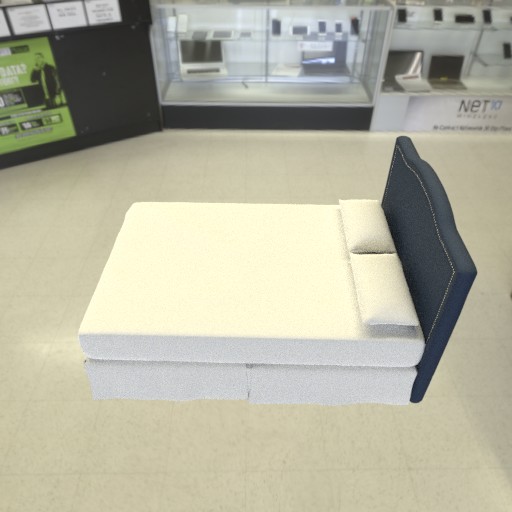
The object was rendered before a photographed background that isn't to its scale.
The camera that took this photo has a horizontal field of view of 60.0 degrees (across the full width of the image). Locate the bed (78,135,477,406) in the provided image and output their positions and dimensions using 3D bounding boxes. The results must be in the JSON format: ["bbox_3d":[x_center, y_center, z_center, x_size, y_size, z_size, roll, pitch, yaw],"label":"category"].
[{"bbox_3d":[0.000,0.000,3.495,2.507,1.441,1.741,1,41,1],"label":"bed"}]
